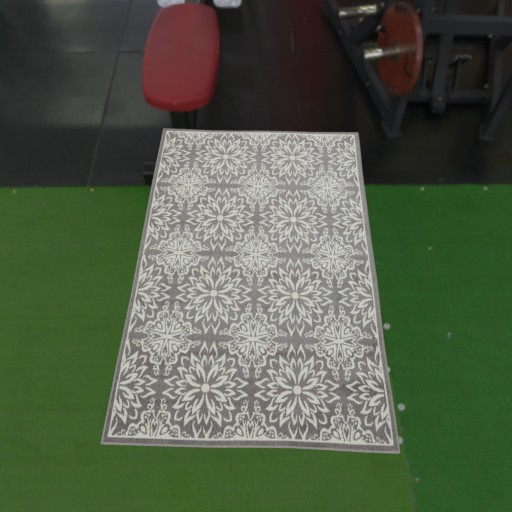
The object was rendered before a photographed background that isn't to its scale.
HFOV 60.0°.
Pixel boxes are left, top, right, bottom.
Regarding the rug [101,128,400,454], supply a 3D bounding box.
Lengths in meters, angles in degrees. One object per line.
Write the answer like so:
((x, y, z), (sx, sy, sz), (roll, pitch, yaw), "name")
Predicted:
((0.000, 0.000, 2.290), (1.224, 0.012, 1.847), (1, 58, 1), "rug")
